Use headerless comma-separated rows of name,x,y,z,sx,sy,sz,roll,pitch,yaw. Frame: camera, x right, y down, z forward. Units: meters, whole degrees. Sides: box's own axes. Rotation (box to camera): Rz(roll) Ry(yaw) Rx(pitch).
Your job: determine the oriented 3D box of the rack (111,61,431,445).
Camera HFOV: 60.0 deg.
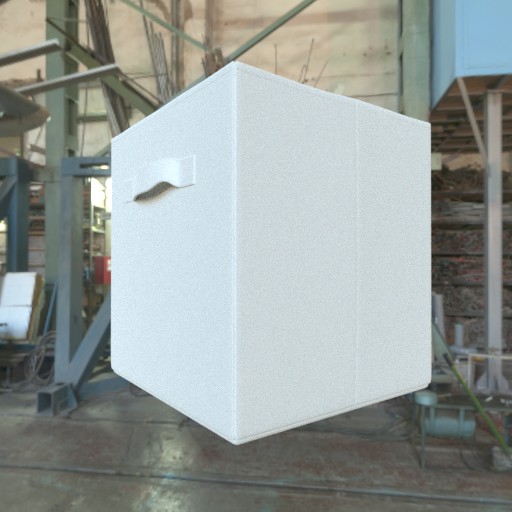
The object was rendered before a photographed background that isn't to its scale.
rack,0.000,0.000,0.494,0.270,0.280,0.270,0,0,-37
